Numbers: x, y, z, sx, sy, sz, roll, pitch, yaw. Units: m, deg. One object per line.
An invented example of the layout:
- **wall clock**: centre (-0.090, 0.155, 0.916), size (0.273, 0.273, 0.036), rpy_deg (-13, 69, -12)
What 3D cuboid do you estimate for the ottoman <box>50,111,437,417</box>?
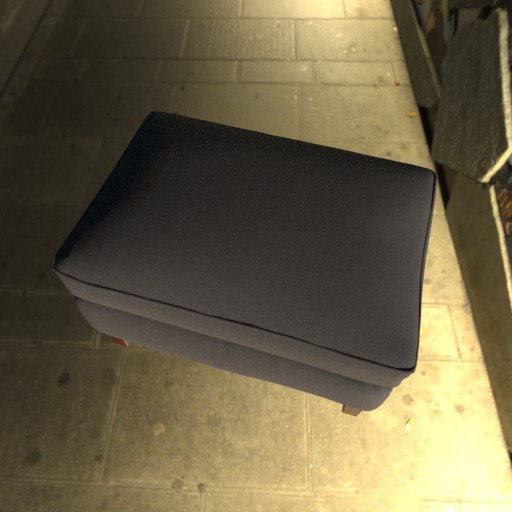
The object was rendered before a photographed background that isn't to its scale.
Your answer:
- **ottoman**: centre (0.000, 0.000, 0.997), size (0.686, 0.406, 0.508), rpy_deg (14, 59, 9)
